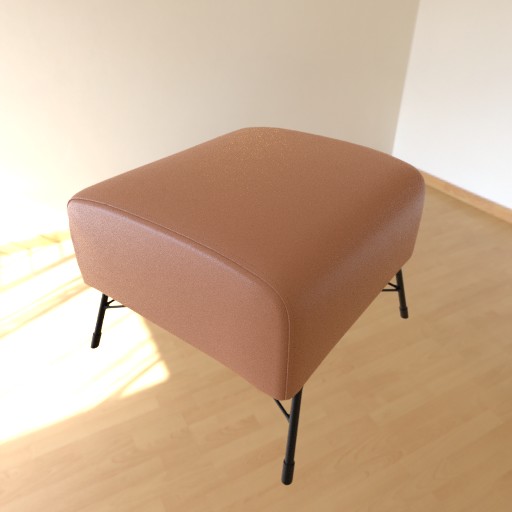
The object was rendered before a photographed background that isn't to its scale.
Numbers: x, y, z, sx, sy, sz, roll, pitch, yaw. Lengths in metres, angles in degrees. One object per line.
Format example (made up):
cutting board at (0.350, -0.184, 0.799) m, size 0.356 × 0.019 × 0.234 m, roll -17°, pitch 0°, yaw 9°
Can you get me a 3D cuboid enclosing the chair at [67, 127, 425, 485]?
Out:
chair at (0.000, 0.000, 0.915) m, size 0.530 × 0.410 × 0.530 m, roll 22°, pitch 39°, yaw 30°
